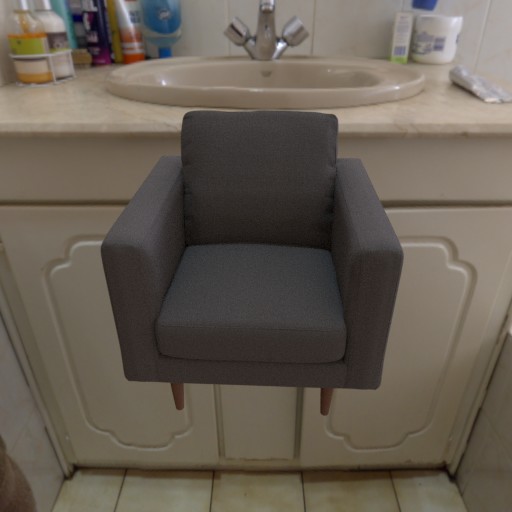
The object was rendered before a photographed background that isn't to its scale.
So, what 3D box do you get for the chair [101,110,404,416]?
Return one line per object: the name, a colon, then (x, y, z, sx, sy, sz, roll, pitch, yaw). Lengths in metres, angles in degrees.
chair: (0.000, 0.000, 1.637, 0.854, 0.927, 0.800, 1, 31, 2)
